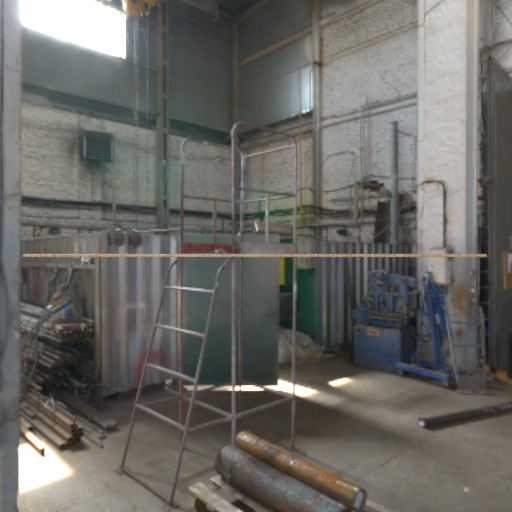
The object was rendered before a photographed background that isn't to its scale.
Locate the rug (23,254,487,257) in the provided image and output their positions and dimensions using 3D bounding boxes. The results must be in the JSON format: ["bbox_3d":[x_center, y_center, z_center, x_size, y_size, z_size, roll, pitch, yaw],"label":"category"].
[{"bbox_3d":[0.000,0.000,4.108,3.039,0.019,2.420,0,0,1],"label":"rug"}]
